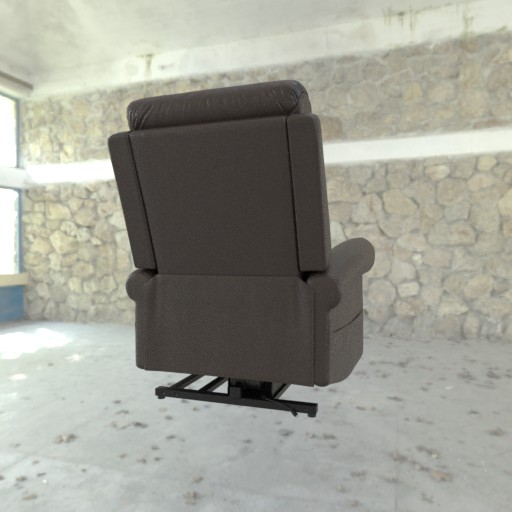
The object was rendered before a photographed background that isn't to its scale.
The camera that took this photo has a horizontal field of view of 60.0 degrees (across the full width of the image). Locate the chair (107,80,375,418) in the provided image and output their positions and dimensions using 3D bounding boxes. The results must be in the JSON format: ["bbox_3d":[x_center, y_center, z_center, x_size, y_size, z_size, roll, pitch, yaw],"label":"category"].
[{"bbox_3d":[0.000,0.000,1.754,0.869,1.028,0.978,0,1,19],"label":"chair"}]
